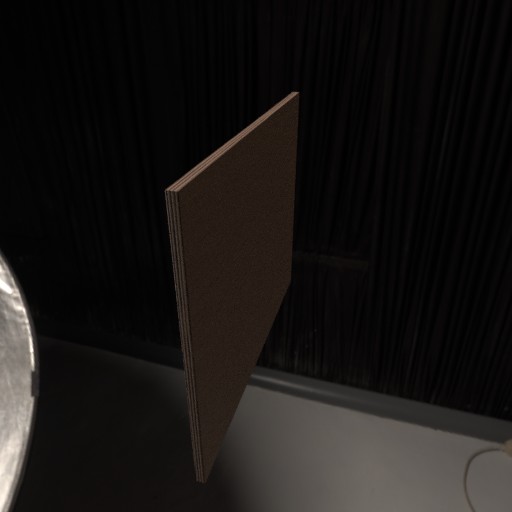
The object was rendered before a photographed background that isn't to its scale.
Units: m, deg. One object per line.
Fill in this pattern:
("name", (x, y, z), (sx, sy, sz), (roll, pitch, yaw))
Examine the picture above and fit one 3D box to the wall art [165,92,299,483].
("wall art", (0.000, 0.000, 0.693), (0.013, 0.406, 0.508), (8, 31, 14))
